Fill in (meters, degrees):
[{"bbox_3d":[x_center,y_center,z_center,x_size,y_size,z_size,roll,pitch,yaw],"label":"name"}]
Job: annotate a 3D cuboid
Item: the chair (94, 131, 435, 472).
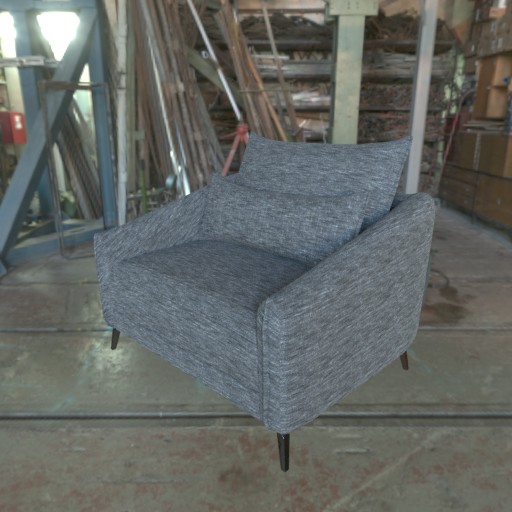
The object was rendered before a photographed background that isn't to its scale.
[{"bbox_3d":[0.000,0.000,1.606,1.004,0.842,0.805,17,24,42],"label":"chair"}]
